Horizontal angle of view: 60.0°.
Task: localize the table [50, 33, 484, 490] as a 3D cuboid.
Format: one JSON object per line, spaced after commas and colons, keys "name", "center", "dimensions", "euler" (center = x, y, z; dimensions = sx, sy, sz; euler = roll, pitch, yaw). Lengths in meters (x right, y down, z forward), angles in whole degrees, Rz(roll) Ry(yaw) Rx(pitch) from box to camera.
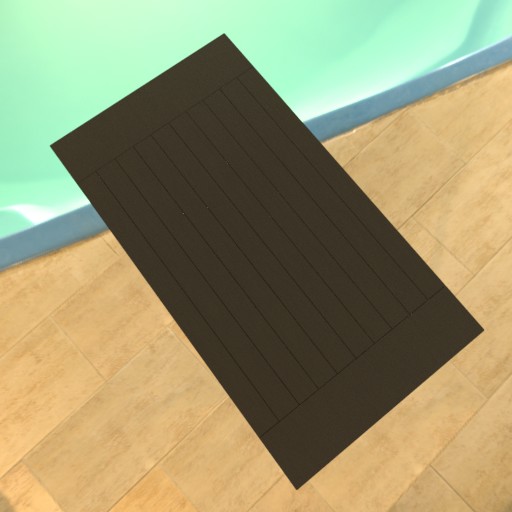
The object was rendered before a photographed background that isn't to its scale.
{"name": "table", "center": [0.000, 0.000, 1.371], "dimensions": [0.600, 0.494, 1.062], "euler": [-37, 79, -8]}
